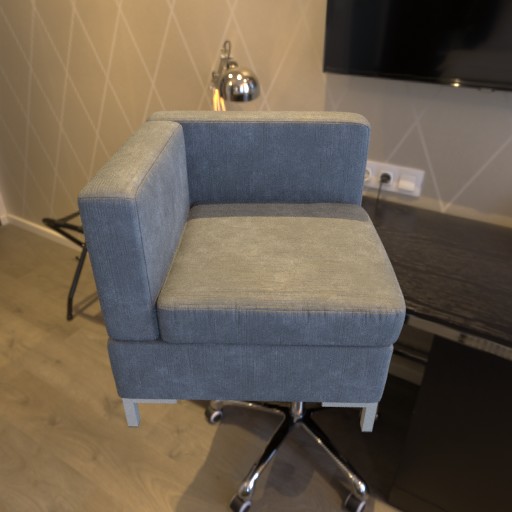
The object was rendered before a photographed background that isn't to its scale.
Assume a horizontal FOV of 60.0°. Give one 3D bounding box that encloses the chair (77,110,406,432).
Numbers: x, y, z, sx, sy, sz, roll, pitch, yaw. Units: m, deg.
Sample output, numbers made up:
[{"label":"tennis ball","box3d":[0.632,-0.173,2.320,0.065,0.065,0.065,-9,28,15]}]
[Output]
[{"label":"chair","box3d":[0.000,0.000,1.242,0.680,0.660,0.680,1,31,1]}]
